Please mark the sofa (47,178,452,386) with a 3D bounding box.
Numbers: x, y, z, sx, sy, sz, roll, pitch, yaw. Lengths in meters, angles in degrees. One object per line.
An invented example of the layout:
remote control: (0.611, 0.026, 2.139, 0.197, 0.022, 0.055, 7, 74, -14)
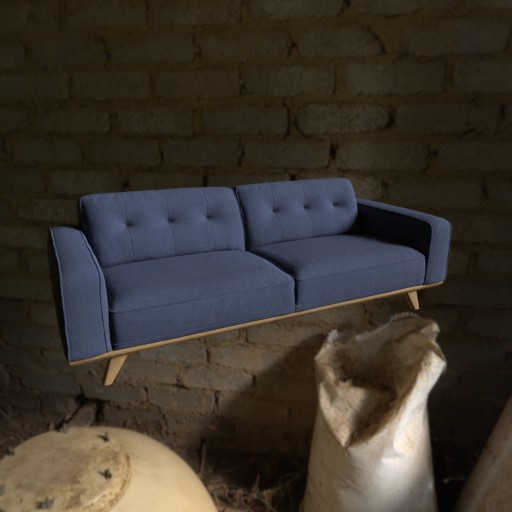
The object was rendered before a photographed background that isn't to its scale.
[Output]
sofa: (0.000, 0.000, 2.688, 2.270, 0.782, 0.953, -8, 19, -25)
